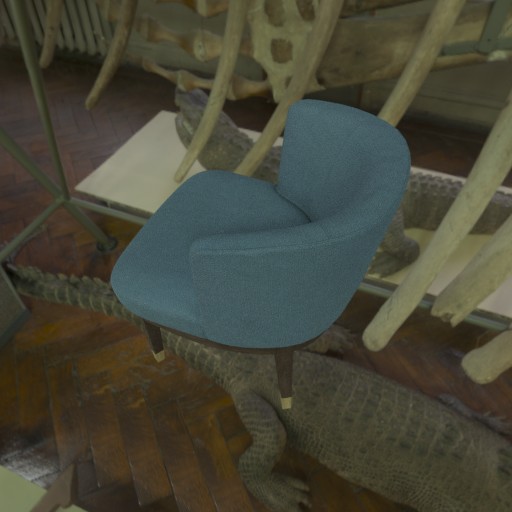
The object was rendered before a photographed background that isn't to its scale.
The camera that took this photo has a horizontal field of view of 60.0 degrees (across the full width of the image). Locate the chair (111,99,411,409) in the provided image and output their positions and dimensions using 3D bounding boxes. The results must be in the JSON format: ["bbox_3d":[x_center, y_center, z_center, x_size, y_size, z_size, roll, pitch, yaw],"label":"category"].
[{"bbox_3d":[0.000,0.000,1.302,0.702,0.760,0.661,16,48,15],"label":"chair"}]
